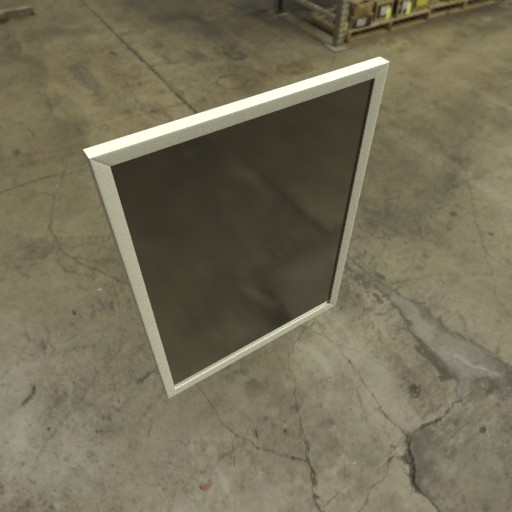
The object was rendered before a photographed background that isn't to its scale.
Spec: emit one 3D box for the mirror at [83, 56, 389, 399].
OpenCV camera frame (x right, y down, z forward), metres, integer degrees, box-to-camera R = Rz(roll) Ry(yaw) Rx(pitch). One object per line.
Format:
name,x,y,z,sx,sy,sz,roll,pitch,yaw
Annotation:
mirror,0.000,0.000,1.346,0.762,1.016,0.040,-25,52,-21
